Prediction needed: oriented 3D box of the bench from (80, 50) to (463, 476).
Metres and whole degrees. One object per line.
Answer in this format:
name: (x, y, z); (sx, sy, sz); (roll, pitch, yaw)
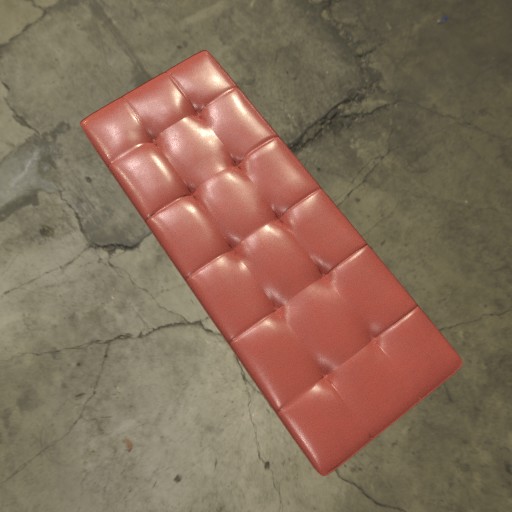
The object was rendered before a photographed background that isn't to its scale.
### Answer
bench: (0.000, 0.000, 1.326); (0.432, 0.460, 1.105); (-34, 77, -9)
